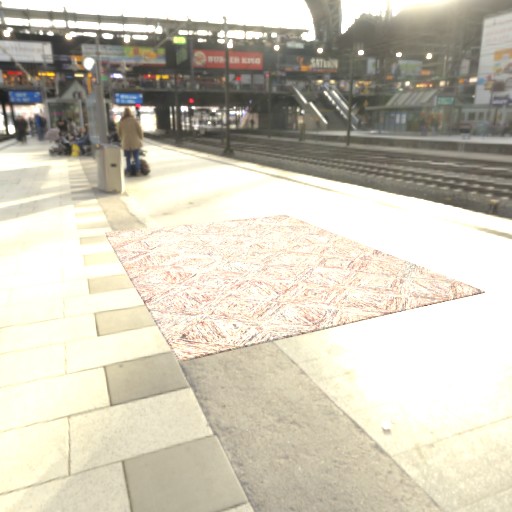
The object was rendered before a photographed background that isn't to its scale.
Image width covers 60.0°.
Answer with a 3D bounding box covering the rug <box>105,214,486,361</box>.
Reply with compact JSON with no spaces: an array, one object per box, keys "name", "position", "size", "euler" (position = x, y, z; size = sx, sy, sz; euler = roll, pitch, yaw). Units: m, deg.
[{"name":"rug","position":[0.000,0.000,4.288],"size":[2.436,0.024,3.226],"euler":[-8,19,-24]}]
